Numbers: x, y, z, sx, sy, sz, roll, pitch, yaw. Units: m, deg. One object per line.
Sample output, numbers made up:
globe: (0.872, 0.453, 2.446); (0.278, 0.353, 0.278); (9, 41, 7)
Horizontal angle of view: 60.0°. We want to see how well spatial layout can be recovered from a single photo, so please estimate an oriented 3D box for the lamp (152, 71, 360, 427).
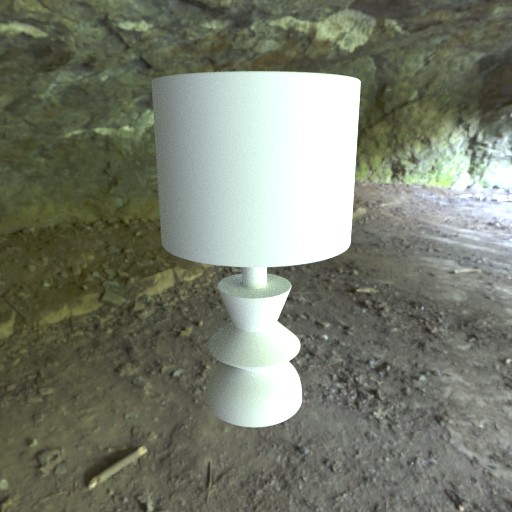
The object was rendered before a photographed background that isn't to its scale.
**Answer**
lamp: (0.000, 0.000, 0.730); (0.301, 0.533, 0.301); (-3, 17, -9)
